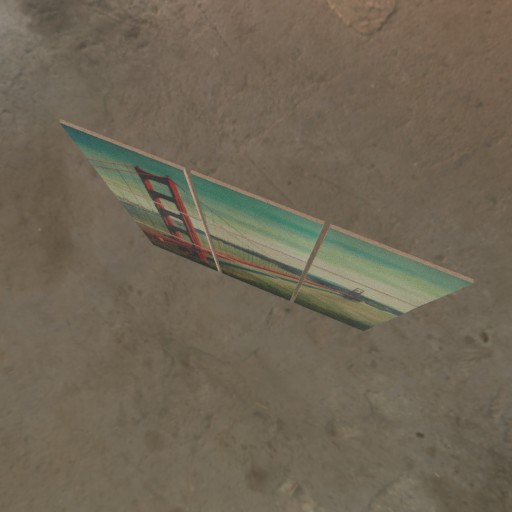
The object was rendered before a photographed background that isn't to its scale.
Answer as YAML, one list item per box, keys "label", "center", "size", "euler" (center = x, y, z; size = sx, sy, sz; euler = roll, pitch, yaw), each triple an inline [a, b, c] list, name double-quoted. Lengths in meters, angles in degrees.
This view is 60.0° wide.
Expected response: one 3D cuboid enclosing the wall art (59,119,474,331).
- label: "wall art"
  center: [0.000, 0.000, 2.230]
  size: [1.519, 1.507, 0.014]
  euler: [22, 76, 6]
